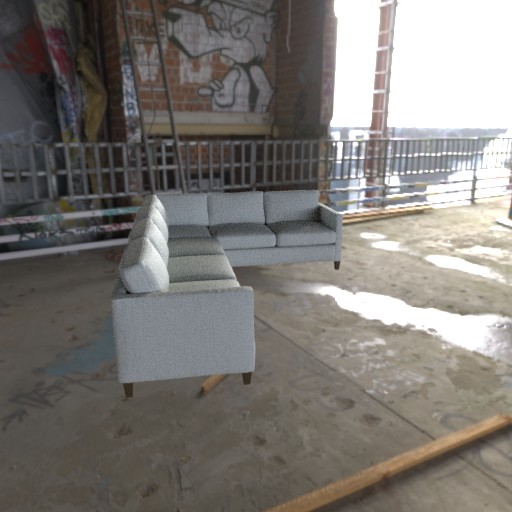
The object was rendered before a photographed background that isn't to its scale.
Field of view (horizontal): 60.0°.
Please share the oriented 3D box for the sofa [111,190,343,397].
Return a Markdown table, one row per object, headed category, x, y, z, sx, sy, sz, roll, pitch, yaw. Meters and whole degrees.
| category | x | y | z | sx | sy | sz | roll | pitch | yaw |
| --- | --- | --- | --- | --- | --- | --- | --- | --- | --- |
| sofa | 0.000 | 0.000 | 4.571 | 2.522 | 0.934 | 3.333 | -3 | 16 | -11 |
